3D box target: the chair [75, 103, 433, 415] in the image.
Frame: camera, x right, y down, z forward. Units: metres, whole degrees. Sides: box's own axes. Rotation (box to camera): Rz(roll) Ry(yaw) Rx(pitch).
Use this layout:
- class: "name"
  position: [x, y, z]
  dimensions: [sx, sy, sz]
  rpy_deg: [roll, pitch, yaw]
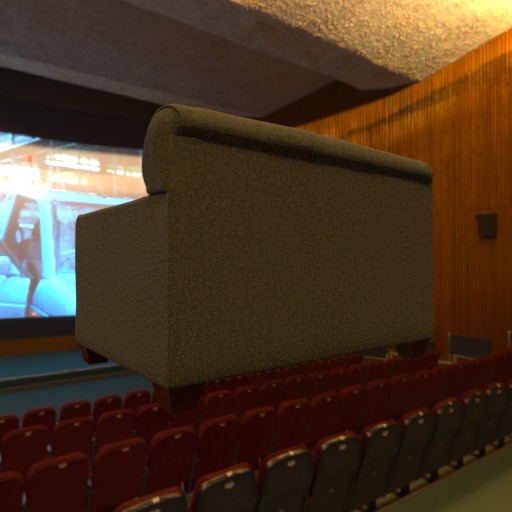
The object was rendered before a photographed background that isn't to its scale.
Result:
- class: "chair"
  position: [0.000, 0.000, 2.050]
  dimensions: [1.383, 0.948, 1.000]
  rpy_deg: [0, -1, -37]
